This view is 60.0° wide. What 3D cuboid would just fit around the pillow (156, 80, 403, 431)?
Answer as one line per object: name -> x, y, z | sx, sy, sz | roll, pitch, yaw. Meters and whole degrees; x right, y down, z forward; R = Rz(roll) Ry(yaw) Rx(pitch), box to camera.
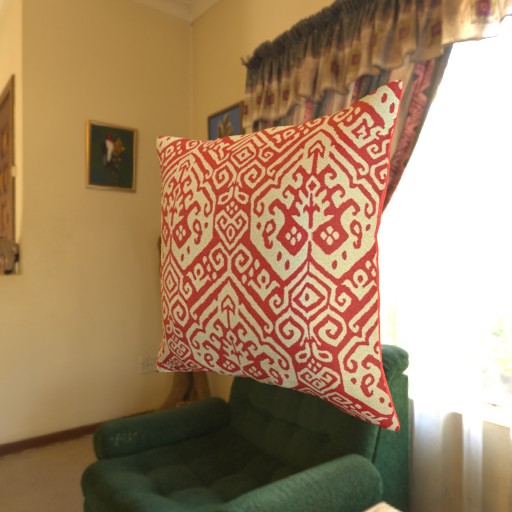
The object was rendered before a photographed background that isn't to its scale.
pillow -> 0.000, 0.000, 0.791 | 0.522, 0.507, 0.192 | 0, 1, 36
